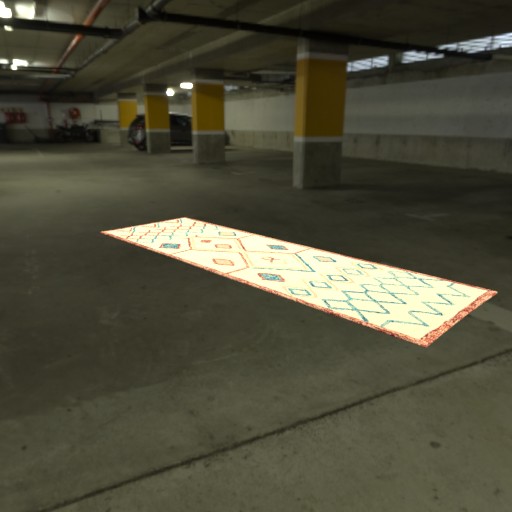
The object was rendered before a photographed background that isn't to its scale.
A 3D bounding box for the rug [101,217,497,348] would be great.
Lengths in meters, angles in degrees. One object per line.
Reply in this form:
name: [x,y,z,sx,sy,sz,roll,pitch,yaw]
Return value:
rug: [0.000,0.000,2.635,2.435,0.011,0.750,16,23,43]
